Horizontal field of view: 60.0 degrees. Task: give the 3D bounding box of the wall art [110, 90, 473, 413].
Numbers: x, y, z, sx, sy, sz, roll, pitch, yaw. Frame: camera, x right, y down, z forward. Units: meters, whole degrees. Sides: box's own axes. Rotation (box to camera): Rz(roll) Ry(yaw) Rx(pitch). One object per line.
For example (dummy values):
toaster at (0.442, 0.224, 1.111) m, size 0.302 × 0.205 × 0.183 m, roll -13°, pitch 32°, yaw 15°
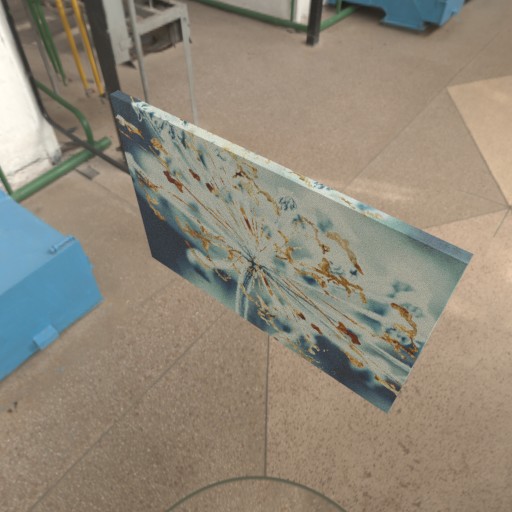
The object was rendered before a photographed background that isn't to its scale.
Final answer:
wall art at (0.000, 0.000, 1.440) m, size 1.138 × 0.759 × 0.035 m, roll 30°, pitch 55°, yaw 25°
